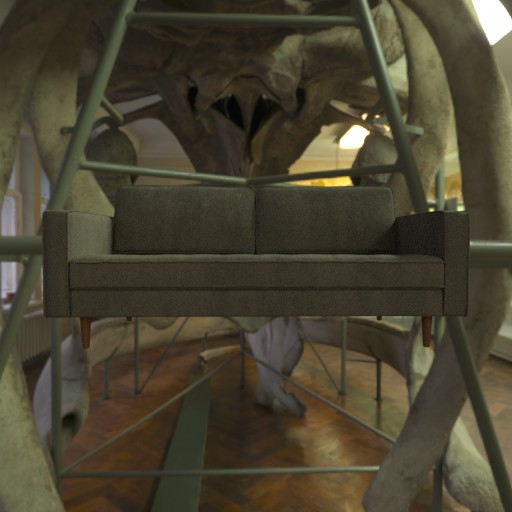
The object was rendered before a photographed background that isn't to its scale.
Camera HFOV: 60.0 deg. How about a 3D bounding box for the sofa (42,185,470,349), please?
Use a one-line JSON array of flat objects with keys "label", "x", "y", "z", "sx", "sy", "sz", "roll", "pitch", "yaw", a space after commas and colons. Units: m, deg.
[{"label": "sofa", "x": 0.000, "y": 0.000, "z": 2.397, "sx": 1.920, "sy": 0.825, "sz": 0.924, "roll": 0, "pitch": 1, "yaw": -1}]
